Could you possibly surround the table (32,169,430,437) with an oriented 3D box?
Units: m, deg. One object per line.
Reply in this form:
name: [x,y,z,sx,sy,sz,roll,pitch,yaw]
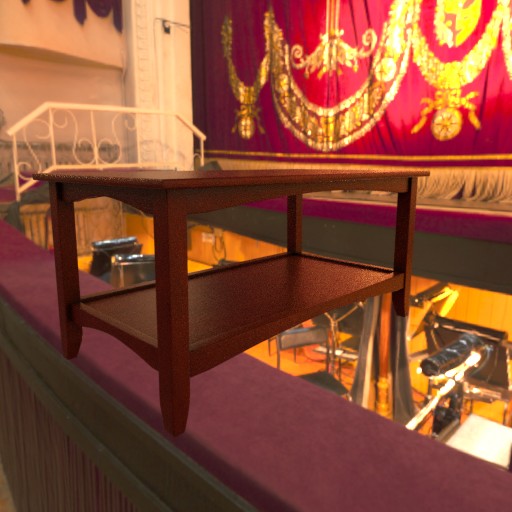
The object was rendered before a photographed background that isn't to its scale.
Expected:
table: [0.000,0.000,1.221,0.533,0.456,0.943,12,17,43]
